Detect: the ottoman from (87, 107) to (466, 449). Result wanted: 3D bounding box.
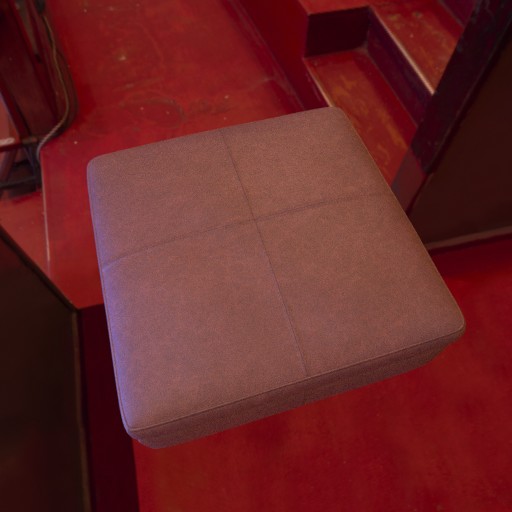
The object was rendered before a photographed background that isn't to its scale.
[{"bbox_3d":[0.000,0.000,1.784,1.168,0.490,1.168,-15,61,-8],"label":"ottoman"}]
